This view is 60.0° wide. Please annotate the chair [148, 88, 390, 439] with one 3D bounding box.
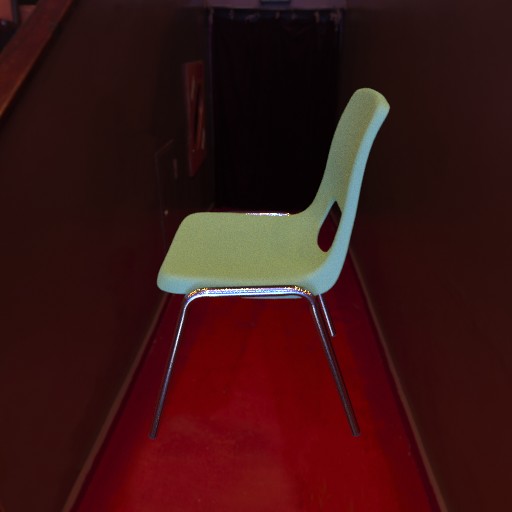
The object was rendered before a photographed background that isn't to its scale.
[{"bbox_3d":[0.000,0.000,0.925,0.436,0.653,0.381,0,26,1],"label":"chair"}]
